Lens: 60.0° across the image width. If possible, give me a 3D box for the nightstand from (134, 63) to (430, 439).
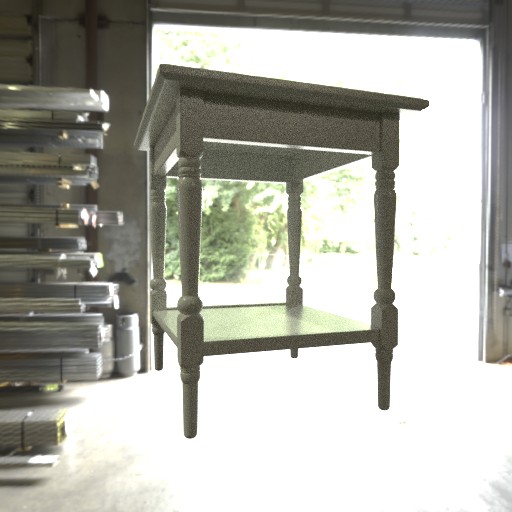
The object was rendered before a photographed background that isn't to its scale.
[{"bbox_3d":[0.000,0.000,0.931,0.459,0.555,0.505,0,1,-19],"label":"nightstand"}]
